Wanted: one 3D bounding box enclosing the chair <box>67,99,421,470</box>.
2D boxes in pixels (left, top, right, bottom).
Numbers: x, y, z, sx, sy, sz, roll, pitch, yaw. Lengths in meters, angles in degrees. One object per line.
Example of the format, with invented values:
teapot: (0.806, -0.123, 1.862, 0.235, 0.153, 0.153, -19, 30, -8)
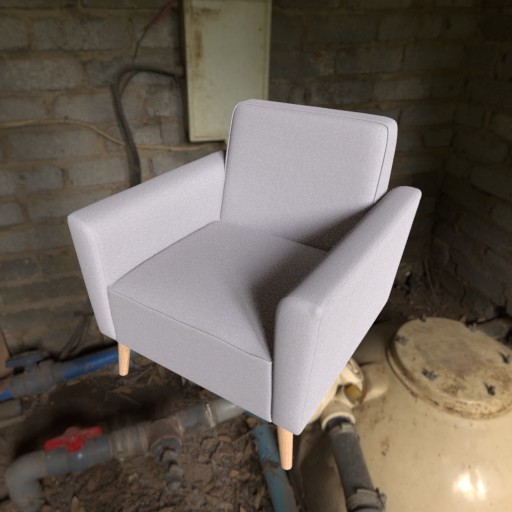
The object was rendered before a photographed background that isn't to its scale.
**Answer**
chair: (0.000, 0.000, 1.388, 0.780, 0.780, 0.750, 18, 35, 28)
